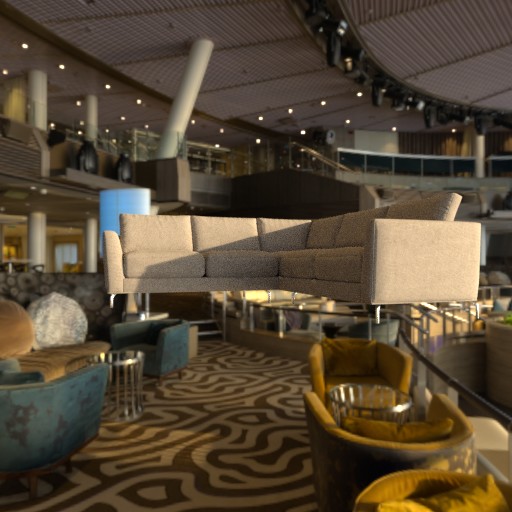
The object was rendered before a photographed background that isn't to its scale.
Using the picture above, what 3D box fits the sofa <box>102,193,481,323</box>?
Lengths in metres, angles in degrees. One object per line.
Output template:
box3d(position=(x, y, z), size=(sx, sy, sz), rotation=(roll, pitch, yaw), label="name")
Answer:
box3d(position=(0.000, 0.000, 3.704), size=(2.438, 0.864, 2.438), rotation=(0, -1, -19), label="sofa")
